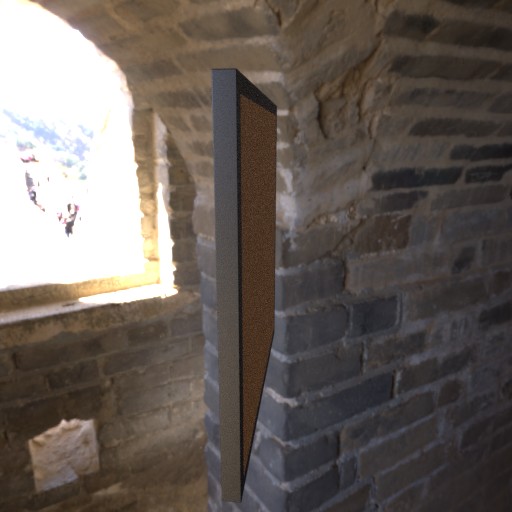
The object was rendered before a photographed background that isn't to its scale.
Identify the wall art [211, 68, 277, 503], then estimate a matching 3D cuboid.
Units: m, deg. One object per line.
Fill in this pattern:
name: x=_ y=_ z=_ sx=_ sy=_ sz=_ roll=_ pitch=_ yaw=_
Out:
wall art: x=0.000 y=0.000 z=1.110 sx=0.038 sy=0.765 sz=0.765 roll=2 pitch=15 yaw=7
